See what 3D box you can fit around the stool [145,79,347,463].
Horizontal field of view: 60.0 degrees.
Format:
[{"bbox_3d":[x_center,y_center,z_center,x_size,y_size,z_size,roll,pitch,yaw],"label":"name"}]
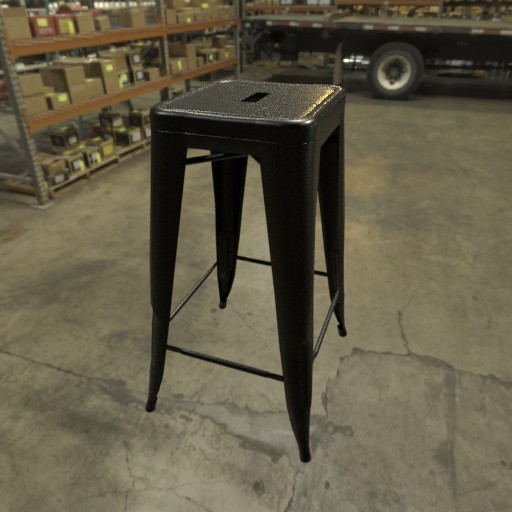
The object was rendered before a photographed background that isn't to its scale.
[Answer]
[{"bbox_3d":[0.000,0.000,0.878,0.359,0.609,0.399,10,32,17],"label":"stool"}]
